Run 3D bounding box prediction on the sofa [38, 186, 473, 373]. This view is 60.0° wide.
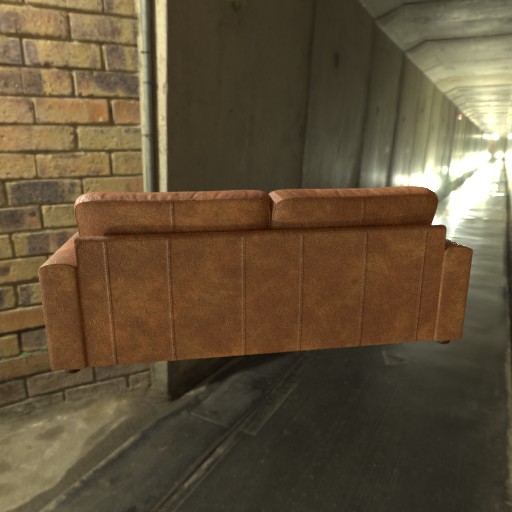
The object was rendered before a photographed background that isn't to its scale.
[{"bbox_3d":[0.000,0.000,2.688,2.179,0.873,1.016,-2,15,-9],"label":"sofa"}]
